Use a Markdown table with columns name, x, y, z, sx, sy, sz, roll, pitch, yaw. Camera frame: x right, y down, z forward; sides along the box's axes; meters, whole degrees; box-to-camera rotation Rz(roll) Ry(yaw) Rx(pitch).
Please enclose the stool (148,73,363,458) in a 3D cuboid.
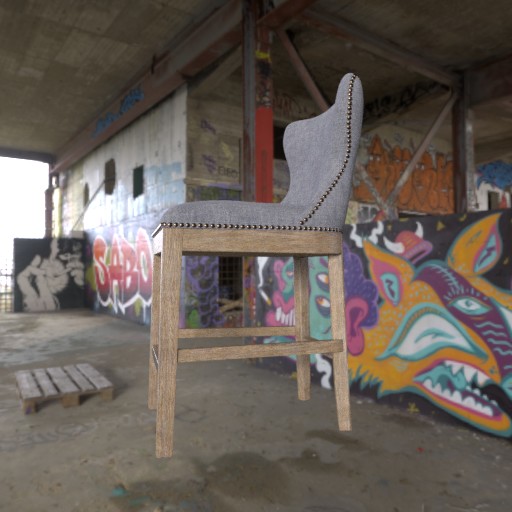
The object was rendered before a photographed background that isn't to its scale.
| name | x | y | z | sx | sy | sz | roll | pitch | yaw |
| --- | --- | --- | --- | --- | --- | --- | --- | --- | --- |
| stool | 0.000 | 0.000 | 1.339 | 0.608 | 0.981 | 0.498 | 0 | -1 | -16 |
